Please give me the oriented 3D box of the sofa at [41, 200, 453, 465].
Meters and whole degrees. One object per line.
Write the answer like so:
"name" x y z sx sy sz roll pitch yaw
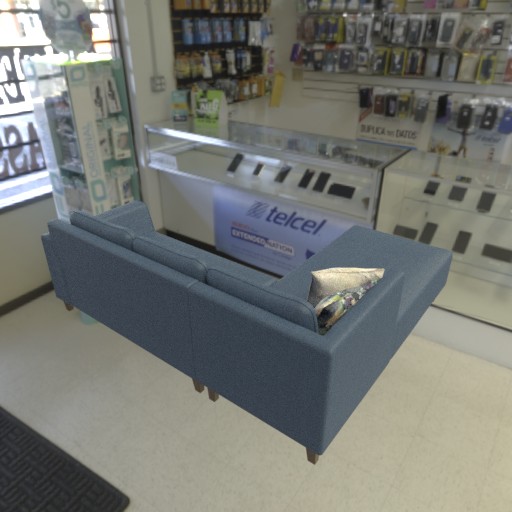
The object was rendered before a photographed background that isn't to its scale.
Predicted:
"sofa" 0.000 0.000 3.037 2.120 0.787 1.829 20 34 32
